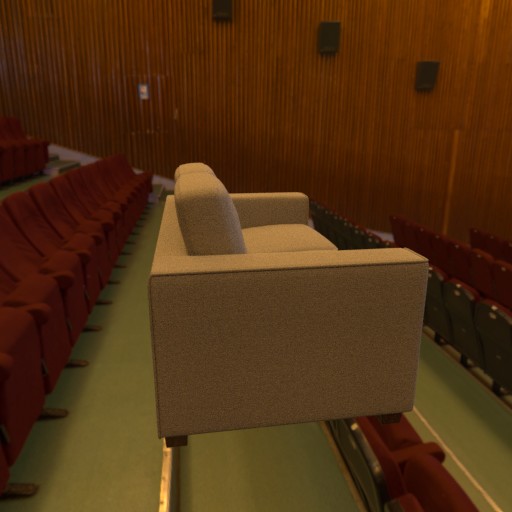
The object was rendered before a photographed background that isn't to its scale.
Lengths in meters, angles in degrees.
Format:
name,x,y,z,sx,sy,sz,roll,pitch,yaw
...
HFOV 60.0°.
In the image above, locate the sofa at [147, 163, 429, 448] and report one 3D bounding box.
name,x,y,z,sx,sy,sz,roll,pitch,yaw
sofa,0.000,0.000,2.412,1.007,0.924,1.812,-3,16,-9
